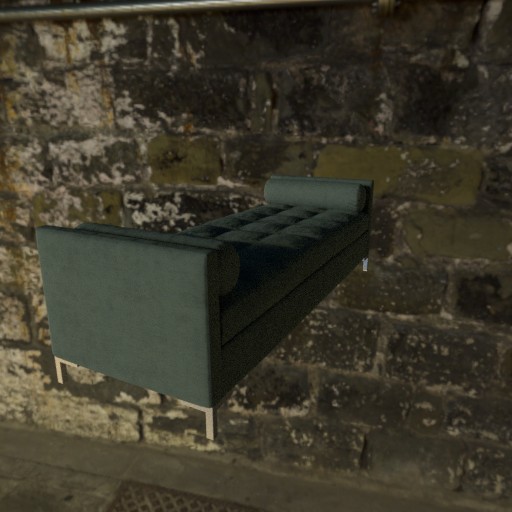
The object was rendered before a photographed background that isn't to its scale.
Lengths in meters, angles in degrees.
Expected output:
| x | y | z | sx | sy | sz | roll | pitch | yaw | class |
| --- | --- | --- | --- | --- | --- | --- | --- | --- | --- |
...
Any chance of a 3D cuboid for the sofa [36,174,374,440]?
| x | y | z | sx | sy | sz | roll | pitch | yaw | class |
| --- | --- | --- | --- | --- | --- | --- | --- | --- | --- |
| 0.000 | 0.000 | 2.439 | 0.797 | 0.657 | 2.102 | 9 | 19 | 27 | sofa |
